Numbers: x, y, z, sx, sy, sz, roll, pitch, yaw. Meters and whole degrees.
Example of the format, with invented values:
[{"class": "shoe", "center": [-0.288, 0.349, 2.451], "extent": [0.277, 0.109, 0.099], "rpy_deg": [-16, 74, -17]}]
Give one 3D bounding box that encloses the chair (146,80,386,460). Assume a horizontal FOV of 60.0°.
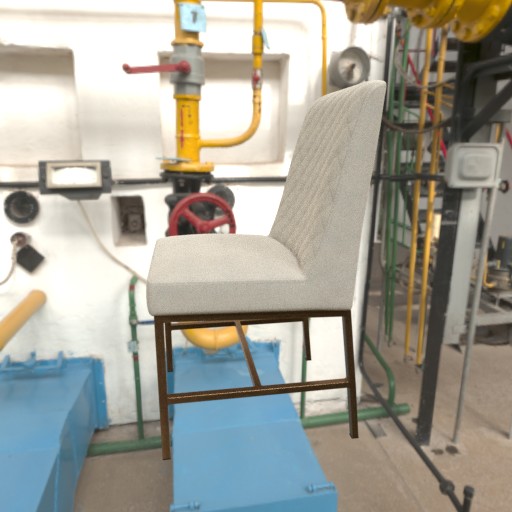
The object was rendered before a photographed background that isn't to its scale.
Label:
[{"class": "chair", "center": [0.000, 0.000, 1.289], "extent": [0.597, 0.933, 0.503], "rpy_deg": [-2, 14, -9]}]
